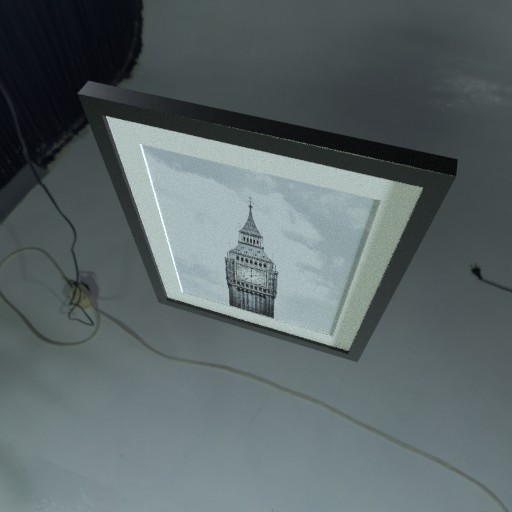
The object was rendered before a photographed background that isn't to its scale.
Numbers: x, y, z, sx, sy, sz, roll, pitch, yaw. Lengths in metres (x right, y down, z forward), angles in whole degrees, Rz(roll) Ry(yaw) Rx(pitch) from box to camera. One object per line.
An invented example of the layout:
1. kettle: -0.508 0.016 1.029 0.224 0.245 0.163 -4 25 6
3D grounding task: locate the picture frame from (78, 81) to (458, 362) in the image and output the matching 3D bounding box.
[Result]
1. picture frame: 0.000 0.000 0.753 0.460 0.556 0.028 15 57 10
